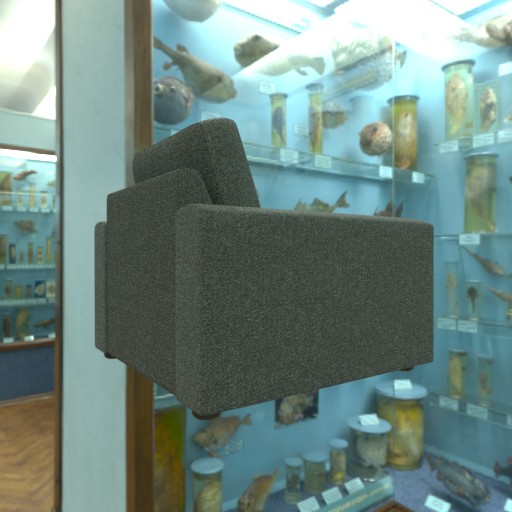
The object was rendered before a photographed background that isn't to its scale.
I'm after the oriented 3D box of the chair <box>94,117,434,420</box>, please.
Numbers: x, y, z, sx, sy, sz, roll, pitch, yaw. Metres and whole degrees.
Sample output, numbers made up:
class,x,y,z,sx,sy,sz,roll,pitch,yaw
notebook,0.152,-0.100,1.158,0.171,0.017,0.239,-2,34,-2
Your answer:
class,x,y,z,sx,sy,sz,roll,pitch,yaw
chair,0.000,0.000,1.793,1.016,0.873,1.005,0,1,-35
